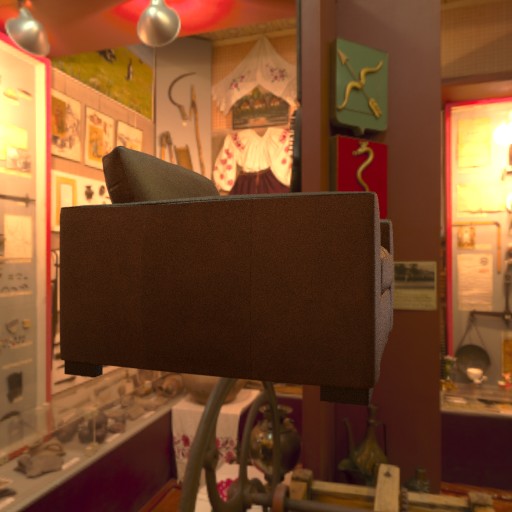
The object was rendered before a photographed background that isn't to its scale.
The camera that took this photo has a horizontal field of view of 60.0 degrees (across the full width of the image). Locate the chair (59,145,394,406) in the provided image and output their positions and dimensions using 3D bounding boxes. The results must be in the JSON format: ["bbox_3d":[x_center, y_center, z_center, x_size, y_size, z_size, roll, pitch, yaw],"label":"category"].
[{"bbox_3d":[0.000,0.000,1.810,1.069,0.812,1.100,0,0,19],"label":"chair"}]
